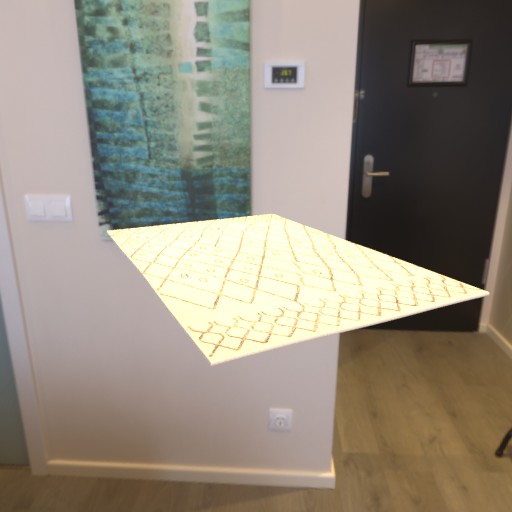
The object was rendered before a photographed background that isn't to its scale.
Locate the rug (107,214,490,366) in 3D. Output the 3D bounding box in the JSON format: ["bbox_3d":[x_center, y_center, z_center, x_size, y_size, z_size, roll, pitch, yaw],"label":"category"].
[{"bbox_3d":[0.000,0.000,2.324,1.222,0.015,1.828,-8,19,-26],"label":"rug"}]
